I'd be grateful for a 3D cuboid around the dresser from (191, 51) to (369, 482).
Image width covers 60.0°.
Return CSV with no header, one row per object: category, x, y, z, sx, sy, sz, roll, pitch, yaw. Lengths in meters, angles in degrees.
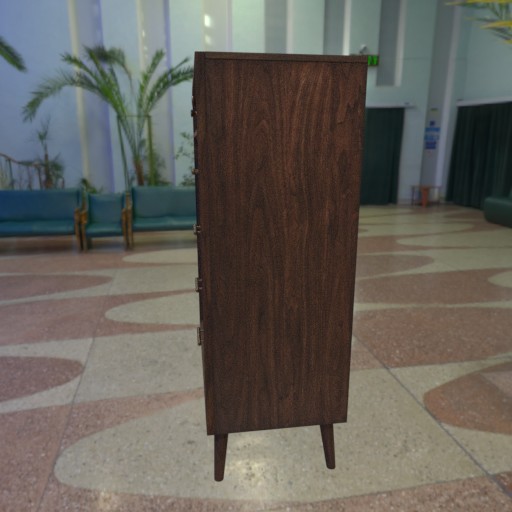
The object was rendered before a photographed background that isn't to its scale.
dresser,0.000,0.000,1.808,0.498,1.365,0.919,-2,15,-8
